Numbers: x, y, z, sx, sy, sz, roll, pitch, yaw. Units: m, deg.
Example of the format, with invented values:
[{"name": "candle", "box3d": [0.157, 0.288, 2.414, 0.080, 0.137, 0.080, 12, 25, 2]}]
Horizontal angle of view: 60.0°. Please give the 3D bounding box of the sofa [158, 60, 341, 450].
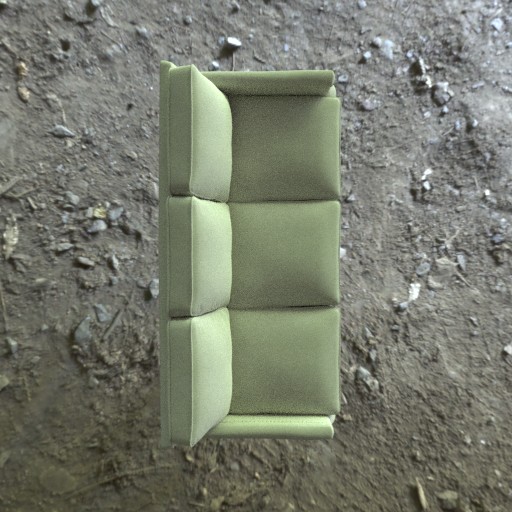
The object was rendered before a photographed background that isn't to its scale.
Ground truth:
[{"name": "sofa", "box3d": [0.000, 0.000, 2.802, 1.084, 1.003, 2.246, 0, 91, 0]}]
